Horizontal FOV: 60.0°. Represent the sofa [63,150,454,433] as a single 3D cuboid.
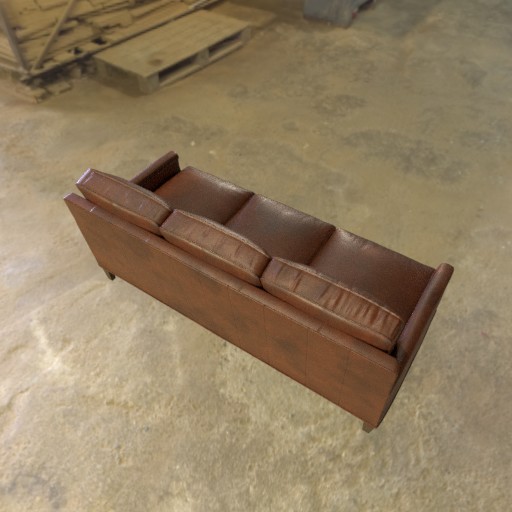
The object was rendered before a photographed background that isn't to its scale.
[{"bbox_3d":[0.000,0.000,2.866,2.240,1.003,1.084,26,52,22],"label":"sofa"}]
